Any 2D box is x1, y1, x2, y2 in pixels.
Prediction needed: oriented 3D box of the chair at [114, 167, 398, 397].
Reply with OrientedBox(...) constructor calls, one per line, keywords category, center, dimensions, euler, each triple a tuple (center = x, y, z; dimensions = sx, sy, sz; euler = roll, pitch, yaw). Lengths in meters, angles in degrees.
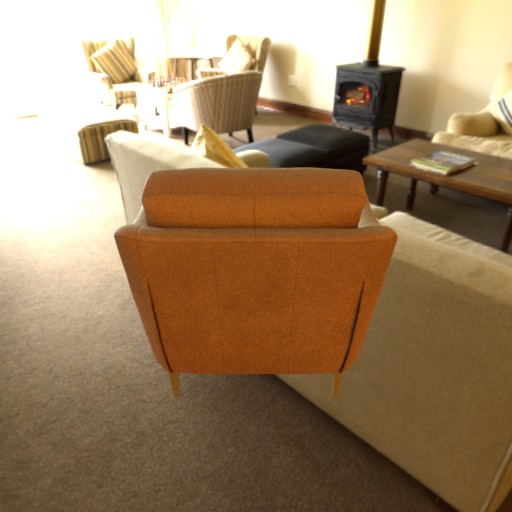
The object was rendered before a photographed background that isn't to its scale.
OrientedBox(category="chair", center=(0.000, 0.000, 1.760), dimensions=(0.988, 0.895, 0.963), euler=(0, 30, 0))
